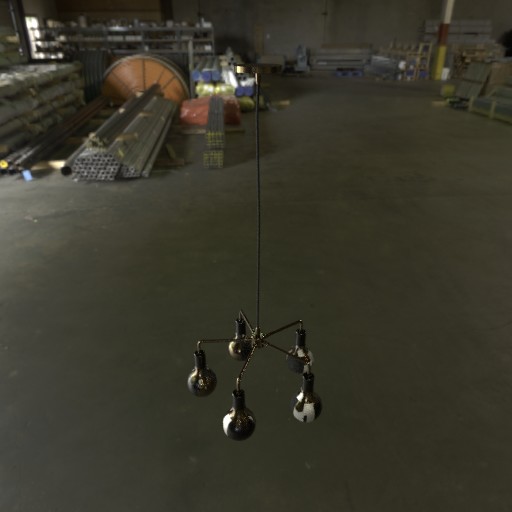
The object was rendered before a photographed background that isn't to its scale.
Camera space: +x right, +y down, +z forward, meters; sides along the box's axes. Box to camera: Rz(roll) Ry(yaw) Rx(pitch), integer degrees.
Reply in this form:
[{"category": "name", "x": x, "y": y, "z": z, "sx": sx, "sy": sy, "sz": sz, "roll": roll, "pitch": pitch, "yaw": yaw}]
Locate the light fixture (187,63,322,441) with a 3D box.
[{"category": "light fixture", "x": 0.000, "y": 0.000, "z": 1.244, "sx": 0.438, "sy": 0.988, "sz": 0.421, "roll": -9, "pitch": 28, "yaw": -17}]
